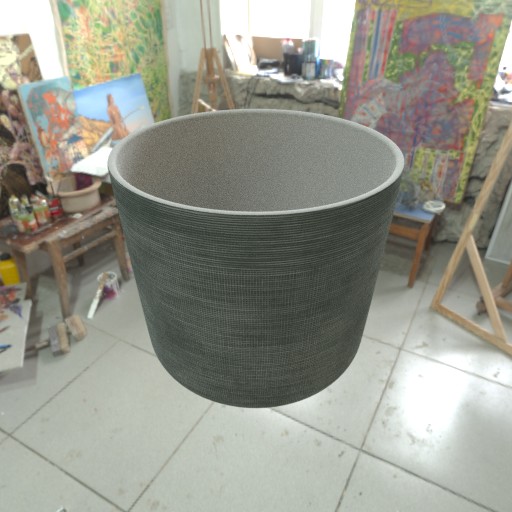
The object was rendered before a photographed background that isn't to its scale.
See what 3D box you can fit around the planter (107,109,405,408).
[{"bbox_3d":[0.000,0.000,0.788,0.440,0.398,0.440,0,33,0],"label":"planter"}]
